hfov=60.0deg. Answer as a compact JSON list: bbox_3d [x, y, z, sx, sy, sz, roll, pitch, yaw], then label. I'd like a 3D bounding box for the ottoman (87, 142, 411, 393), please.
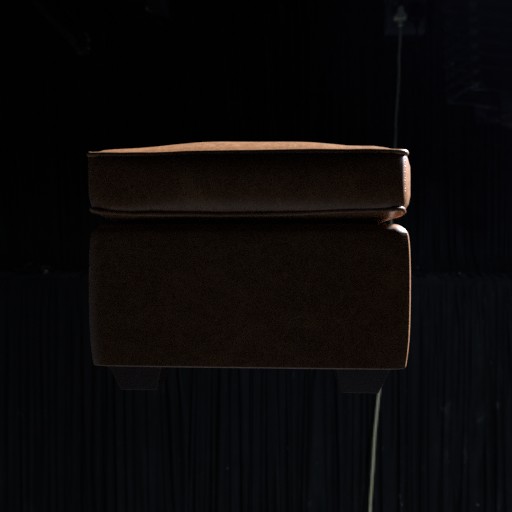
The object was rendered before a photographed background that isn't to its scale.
[{"bbox_3d":[0.000,0.000,1.094,0.554,0.468,0.756,0,1,2],"label":"ottoman"}]
